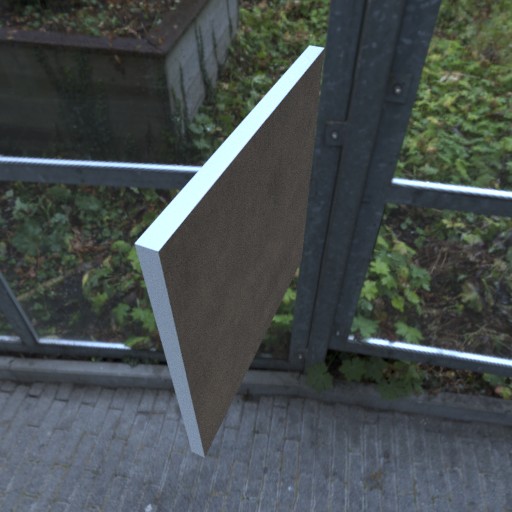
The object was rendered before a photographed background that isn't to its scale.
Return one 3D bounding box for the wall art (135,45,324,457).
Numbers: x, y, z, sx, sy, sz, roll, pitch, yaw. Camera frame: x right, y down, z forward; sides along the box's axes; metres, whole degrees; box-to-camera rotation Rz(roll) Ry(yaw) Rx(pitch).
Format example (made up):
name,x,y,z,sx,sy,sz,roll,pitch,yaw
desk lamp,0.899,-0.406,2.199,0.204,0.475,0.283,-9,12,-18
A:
name,x,y,z,sx,sy,sz,roll,pitch,yaw
wall art,0.000,0.000,0.669,0.023,0.453,0.455,17,48,16
